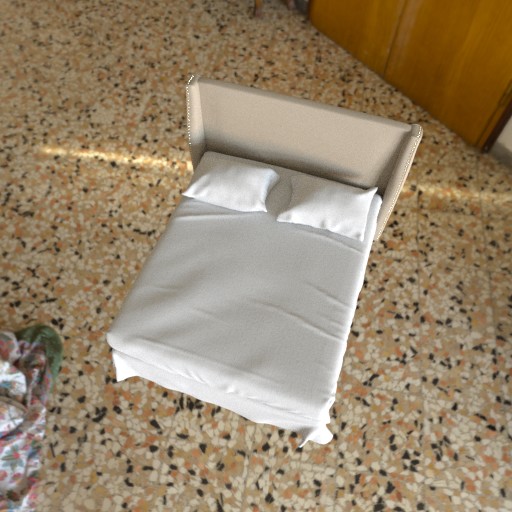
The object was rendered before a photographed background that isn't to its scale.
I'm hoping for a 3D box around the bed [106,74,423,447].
[{"bbox_3d":[0.000,0.000,3.504,1.925,1.332,2.276,16,60,10],"label":"bed"}]
